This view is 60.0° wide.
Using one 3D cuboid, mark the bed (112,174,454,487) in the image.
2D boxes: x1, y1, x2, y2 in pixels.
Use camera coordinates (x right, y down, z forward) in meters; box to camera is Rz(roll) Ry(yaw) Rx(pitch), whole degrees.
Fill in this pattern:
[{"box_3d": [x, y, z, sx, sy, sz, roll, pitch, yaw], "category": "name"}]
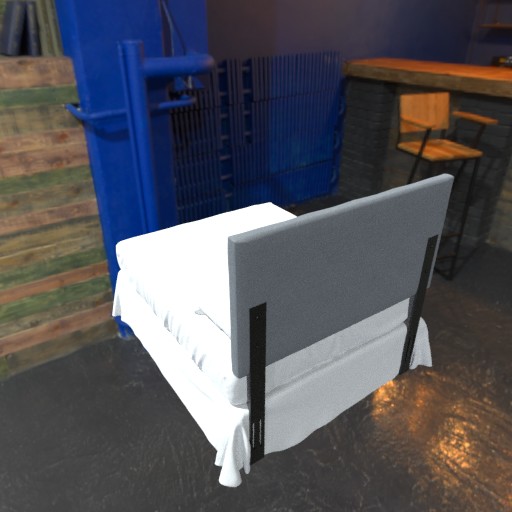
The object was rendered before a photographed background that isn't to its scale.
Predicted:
[{"box_3d": [0.000, 0.000, 3.484, 1.936, 1.577, 2.222, -18, 34, -30], "category": "bed"}]
